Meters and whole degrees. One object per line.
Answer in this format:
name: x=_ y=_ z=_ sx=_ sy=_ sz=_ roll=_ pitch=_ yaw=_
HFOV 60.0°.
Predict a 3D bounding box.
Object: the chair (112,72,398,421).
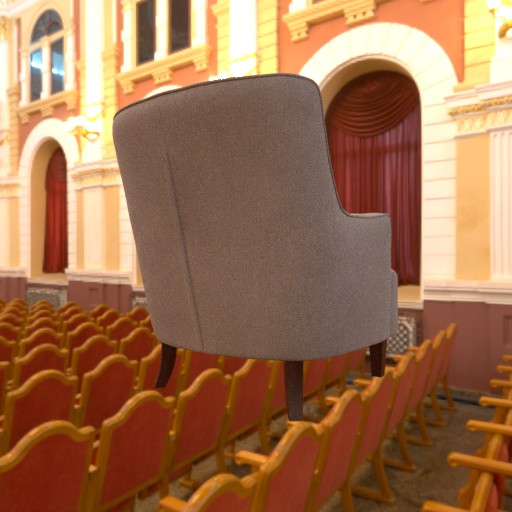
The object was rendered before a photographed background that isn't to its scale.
chair: x=0.000 y=0.000 z=1.570 sx=0.781 sy=0.919 sz=0.910 roll=0 pitch=0 yaw=35
